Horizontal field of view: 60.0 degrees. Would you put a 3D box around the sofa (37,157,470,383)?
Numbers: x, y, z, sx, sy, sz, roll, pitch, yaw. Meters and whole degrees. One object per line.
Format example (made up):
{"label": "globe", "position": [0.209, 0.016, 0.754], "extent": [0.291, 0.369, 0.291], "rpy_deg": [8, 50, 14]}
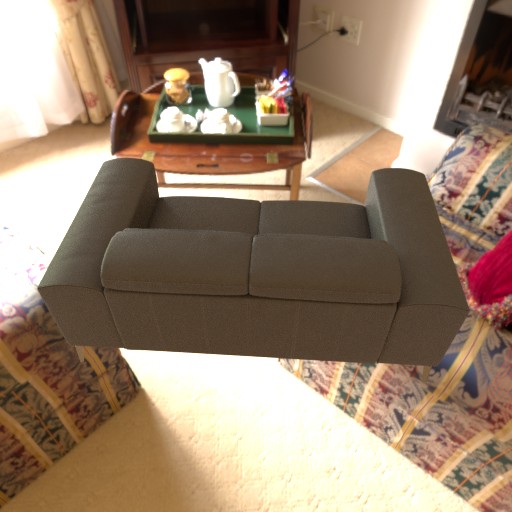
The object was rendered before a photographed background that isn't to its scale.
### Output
{"label": "sofa", "position": [0.000, 0.000, 2.401], "extent": [1.895, 0.779, 1.003], "rpy_deg": [3, 46, 3]}
